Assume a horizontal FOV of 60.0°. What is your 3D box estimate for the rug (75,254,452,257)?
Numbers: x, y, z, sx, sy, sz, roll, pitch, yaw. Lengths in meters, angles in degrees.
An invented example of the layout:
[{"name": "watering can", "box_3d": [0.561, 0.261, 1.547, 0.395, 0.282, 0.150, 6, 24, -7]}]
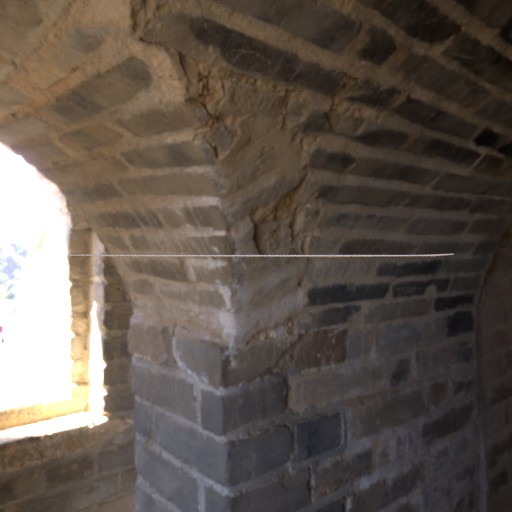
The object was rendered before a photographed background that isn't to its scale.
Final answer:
[{"name": "rug", "box_3d": [0.000, 0.000, 2.288, 1.223, 0.008, 1.813, 0, 0, -1]}]
